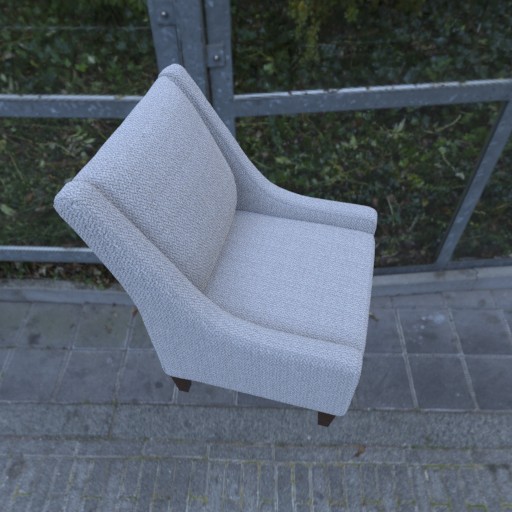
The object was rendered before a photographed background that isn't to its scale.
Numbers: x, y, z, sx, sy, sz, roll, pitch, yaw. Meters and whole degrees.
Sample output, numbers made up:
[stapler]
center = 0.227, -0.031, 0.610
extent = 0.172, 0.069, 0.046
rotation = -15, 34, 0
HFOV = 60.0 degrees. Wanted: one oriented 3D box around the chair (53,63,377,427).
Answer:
[chair]
center = 0.000, 0.000, 1.620
extent = 0.870, 1.014, 0.774
rotation = 11, 49, 9
